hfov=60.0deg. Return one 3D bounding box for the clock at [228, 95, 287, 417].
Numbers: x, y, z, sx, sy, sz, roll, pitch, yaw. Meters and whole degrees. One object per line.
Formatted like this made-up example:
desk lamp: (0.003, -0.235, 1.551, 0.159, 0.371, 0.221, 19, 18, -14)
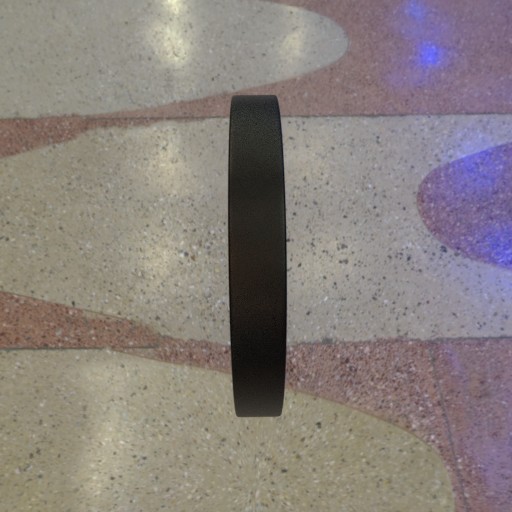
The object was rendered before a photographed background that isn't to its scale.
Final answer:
clock: (0.000, 0.000, 0.459, 0.040, 0.314, 0.314, -1, 63, 0)
